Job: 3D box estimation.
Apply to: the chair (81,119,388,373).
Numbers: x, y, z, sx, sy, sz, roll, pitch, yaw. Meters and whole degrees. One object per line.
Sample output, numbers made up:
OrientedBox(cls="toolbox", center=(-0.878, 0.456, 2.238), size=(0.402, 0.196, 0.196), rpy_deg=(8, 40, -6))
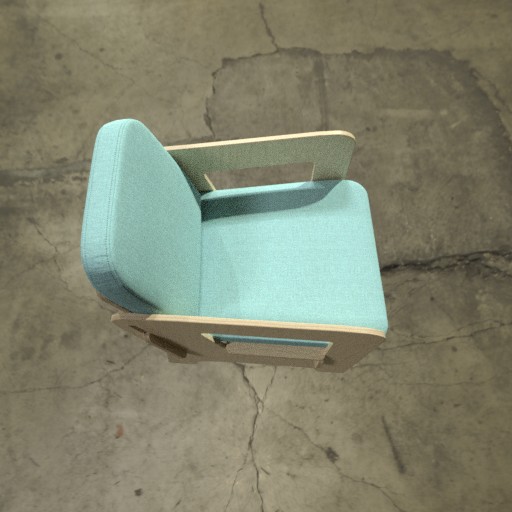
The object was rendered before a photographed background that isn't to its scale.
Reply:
OrientedBox(cls="chair", center=(0.000, 0.000, 1.286), size=(0.710, 0.800, 0.590), rpy_deg=(-2, 65, -1))
